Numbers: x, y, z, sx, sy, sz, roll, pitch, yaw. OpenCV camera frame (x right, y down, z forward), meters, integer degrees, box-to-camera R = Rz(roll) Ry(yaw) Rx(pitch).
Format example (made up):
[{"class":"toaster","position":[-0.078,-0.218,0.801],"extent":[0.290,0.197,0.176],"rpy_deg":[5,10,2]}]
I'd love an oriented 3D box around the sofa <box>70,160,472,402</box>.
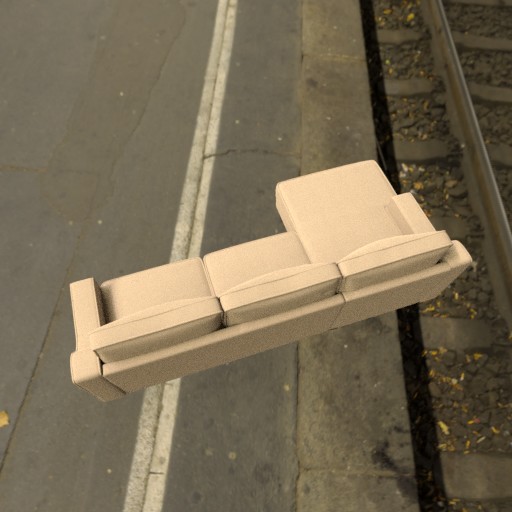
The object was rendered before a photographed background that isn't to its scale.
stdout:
[{"class":"sofa","position":[0.000,0.000,3.223],"extent":[2.561,0.928,1.294],"rpy_deg":[-16,59,-9]}]
